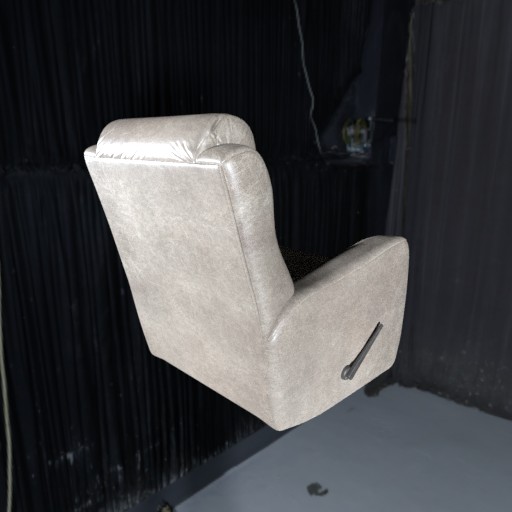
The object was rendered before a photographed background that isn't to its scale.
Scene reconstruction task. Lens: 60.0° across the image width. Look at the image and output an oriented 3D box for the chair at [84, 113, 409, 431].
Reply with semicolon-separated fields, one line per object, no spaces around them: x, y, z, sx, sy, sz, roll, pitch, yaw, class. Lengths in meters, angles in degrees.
0.000;0.000;1.900;1.068;1.116;0.967;-14;20;-43;chair
